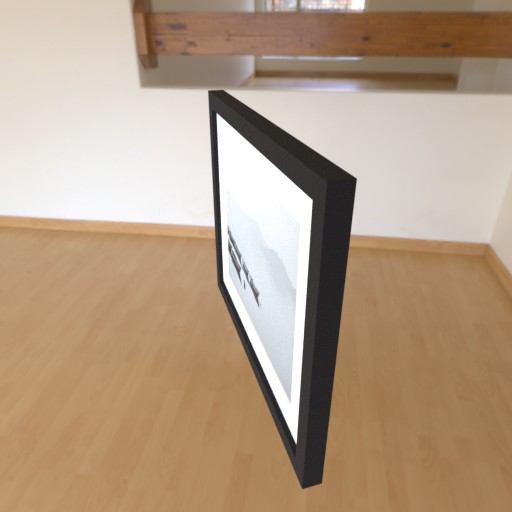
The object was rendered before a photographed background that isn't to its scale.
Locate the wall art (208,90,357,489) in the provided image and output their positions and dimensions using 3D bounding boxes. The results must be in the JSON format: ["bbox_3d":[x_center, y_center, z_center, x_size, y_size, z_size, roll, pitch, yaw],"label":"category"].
[{"bbox_3d":[0.000,0.000,0.752,0.030,0.454,0.554,-8,30,-15],"label":"wall art"}]
